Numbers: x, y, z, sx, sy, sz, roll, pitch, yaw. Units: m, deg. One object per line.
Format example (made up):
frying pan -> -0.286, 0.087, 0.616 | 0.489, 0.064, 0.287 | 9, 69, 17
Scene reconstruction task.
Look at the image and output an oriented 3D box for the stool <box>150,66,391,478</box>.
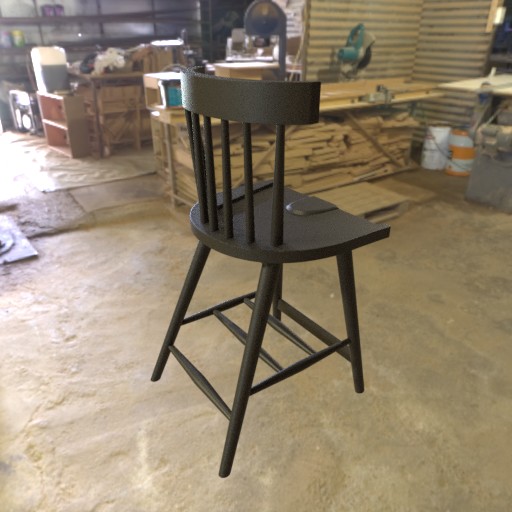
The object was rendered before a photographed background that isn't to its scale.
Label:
stool -> 0.000, 0.000, 1.241 | 0.549, 0.953, 0.494 | -18, 32, -31
